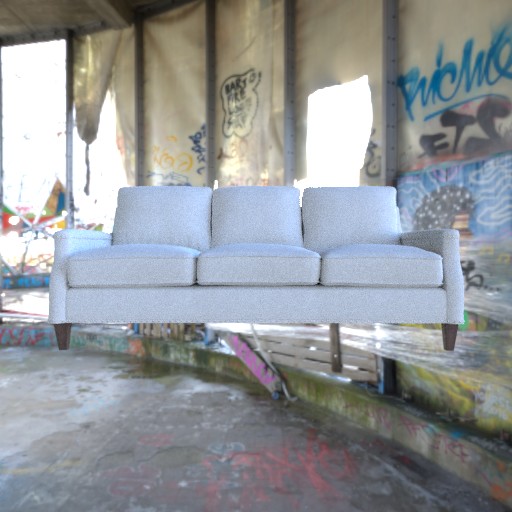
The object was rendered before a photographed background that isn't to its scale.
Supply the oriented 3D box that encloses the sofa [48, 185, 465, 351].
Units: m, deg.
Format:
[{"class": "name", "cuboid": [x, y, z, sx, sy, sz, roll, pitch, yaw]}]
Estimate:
[{"class": "sofa", "cuboid": [0.000, 0.000, 2.883, 2.246, 1.003, 1.084, 0, 1, 0]}]
